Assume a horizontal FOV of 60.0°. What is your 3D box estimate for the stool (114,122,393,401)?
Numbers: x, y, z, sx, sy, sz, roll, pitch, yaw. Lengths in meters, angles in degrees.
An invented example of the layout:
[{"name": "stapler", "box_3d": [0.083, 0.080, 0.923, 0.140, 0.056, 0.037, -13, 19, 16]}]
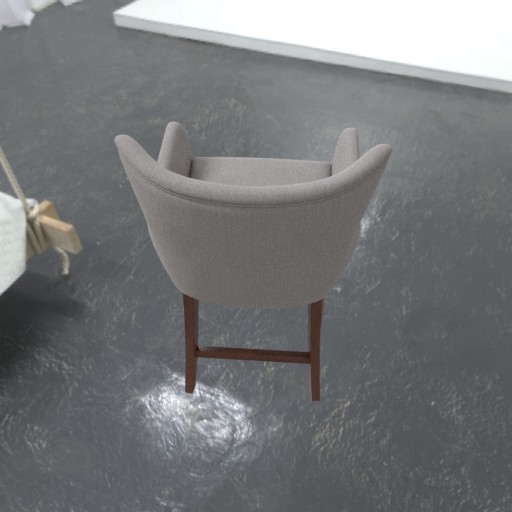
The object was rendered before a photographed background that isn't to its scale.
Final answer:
[{"name": "stool", "box_3d": [0.000, 0.000, 1.321, 0.575, 0.951, 0.575, 3, 46, 3]}]
